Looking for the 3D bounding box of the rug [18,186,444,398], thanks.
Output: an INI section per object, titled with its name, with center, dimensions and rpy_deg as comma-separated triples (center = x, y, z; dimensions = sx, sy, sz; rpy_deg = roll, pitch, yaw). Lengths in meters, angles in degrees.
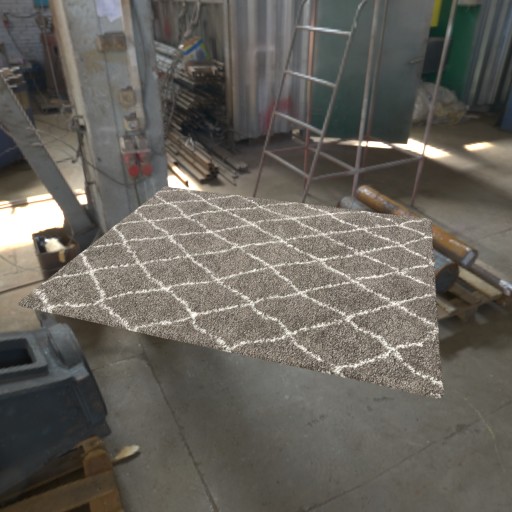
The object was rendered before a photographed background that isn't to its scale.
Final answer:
[rug]
center = 0.000, 0.000, 3.965
dimensions = 3.047, 0.029, 2.438
rpy_deg = 9, 32, 15
